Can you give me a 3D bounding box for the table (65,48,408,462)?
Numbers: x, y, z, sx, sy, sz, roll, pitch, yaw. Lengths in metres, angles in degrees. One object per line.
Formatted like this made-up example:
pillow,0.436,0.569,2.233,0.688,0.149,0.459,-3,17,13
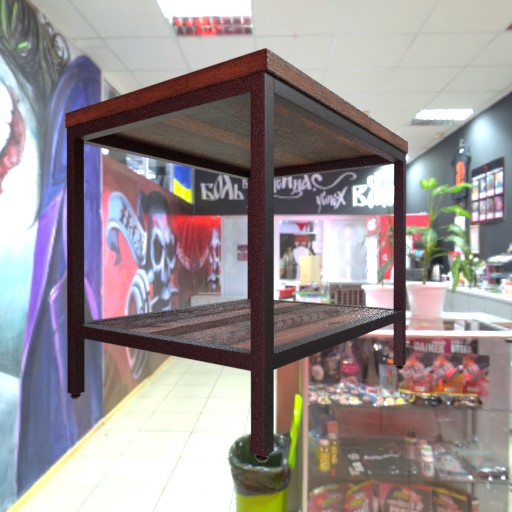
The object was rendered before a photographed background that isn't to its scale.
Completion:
table,0.000,0.000,1.074,0.524,0.612,0.678,0,1,36
